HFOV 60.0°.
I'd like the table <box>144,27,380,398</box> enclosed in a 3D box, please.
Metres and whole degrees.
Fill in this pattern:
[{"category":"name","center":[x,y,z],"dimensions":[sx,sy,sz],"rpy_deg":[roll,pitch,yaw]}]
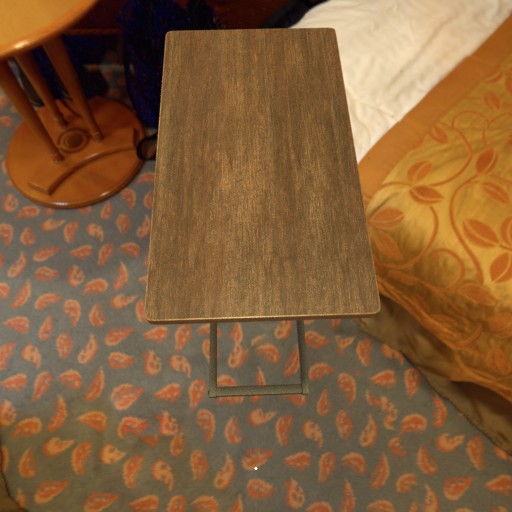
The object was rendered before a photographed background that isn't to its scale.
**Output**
[{"category":"table","center":[0.000,0.000,0.855],"dimensions":[0.254,0.637,0.450],"rpy_deg":[-2,64,-1]}]
